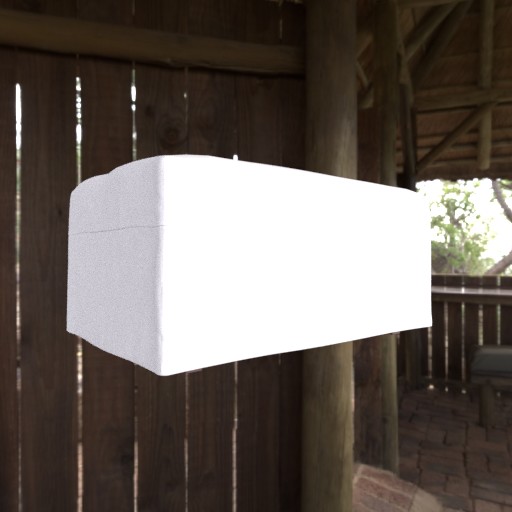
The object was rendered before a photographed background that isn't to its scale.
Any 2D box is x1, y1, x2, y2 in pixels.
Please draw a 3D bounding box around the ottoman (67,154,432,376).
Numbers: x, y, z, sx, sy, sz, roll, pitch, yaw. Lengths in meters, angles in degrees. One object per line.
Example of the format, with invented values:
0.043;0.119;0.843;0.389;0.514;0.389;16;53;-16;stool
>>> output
0.000;0.000;1.227;0.872;0.444;0.590;0;0;-39;ottoman
